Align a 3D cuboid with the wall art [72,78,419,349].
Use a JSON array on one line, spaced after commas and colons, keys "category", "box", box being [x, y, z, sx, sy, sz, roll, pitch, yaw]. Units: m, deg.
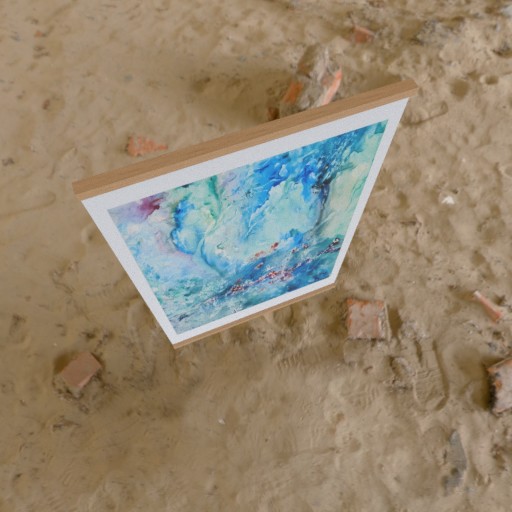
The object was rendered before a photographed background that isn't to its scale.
[{"category": "wall art", "box": [0.000, 0.000, 1.873, 0.991, 1.510, 0.040, -20, 65, -10]}]
